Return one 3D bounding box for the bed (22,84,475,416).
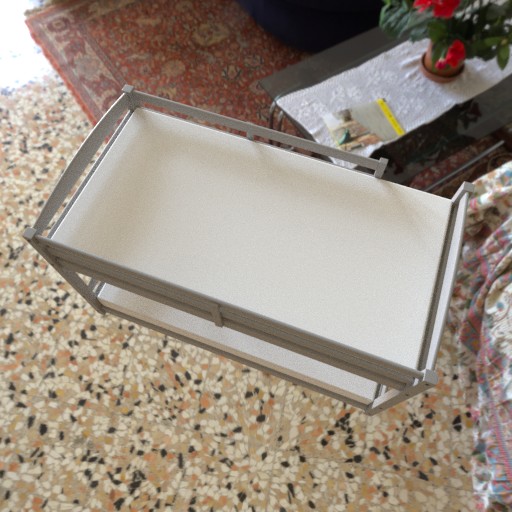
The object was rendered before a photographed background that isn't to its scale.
[{"bbox_3d":[0.000,0.000,2.716,2.013,1.206,1.105,19,66,9],"label":"bed"}]
